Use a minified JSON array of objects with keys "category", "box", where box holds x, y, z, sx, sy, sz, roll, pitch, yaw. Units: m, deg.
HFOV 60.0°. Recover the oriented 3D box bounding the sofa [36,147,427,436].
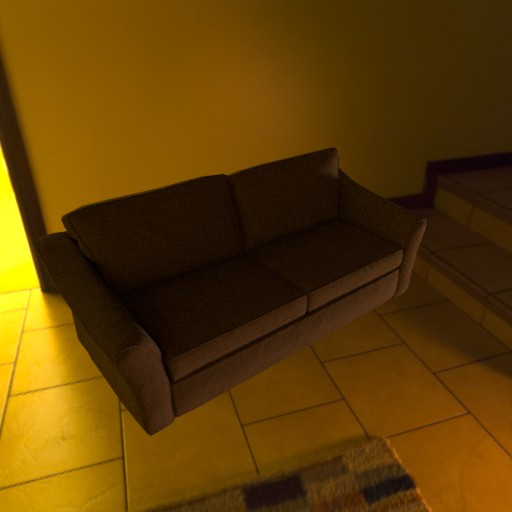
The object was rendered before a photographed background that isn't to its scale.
[{"category":"sofa","box":[0.000,0.000,2.759,2.270,0.950,0.971,-21,35,-32]}]
